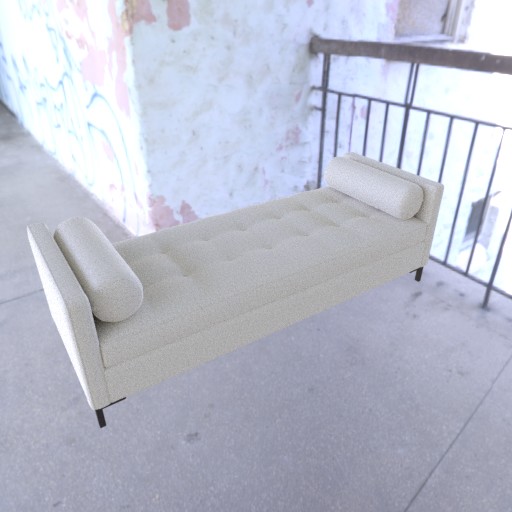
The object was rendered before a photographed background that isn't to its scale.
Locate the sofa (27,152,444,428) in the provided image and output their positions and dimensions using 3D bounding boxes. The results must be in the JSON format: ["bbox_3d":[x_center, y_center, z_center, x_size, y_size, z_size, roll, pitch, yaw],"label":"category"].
[{"bbox_3d":[0.000,0.000,2.326,1.985,0.641,0.746,-18,35,-28],"label":"sofa"}]
